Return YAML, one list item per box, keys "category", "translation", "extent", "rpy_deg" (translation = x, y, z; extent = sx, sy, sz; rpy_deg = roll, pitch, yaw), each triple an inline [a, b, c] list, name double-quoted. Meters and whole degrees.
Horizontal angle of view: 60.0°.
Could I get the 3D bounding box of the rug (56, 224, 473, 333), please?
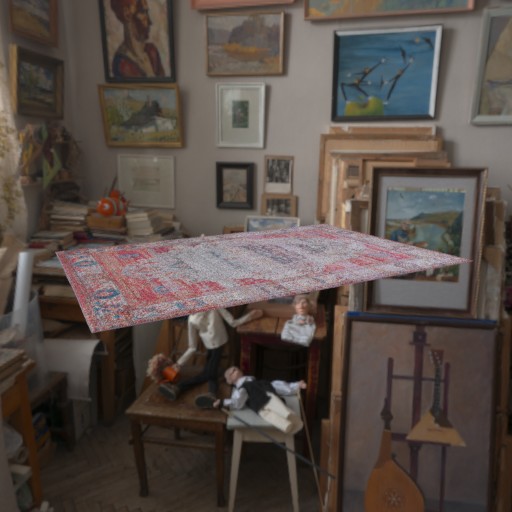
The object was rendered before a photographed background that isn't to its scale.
- category: "rug"
  translation: [0.000, 0.000, 2.322]
  extent: [1.829, 0.006, 1.219]
  rpy_deg: [-8, 16, -28]
